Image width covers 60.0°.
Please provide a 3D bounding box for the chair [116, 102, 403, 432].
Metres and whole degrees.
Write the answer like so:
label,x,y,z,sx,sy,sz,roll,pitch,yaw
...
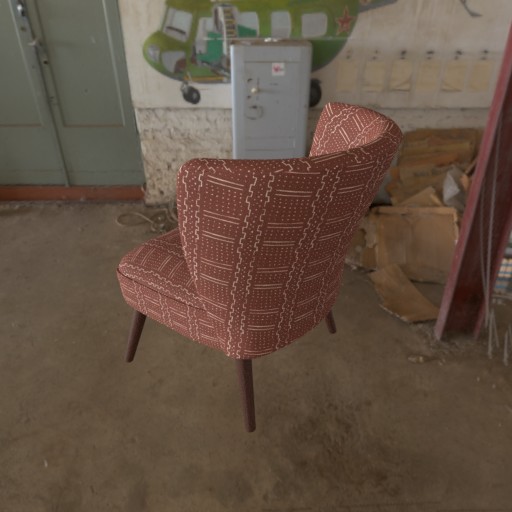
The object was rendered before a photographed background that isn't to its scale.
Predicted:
label,x,y,z,sx,sy,sz,roll,pitch,yaw
chair,0.000,0.000,1.396,0.758,0.866,0.706,20,37,29
